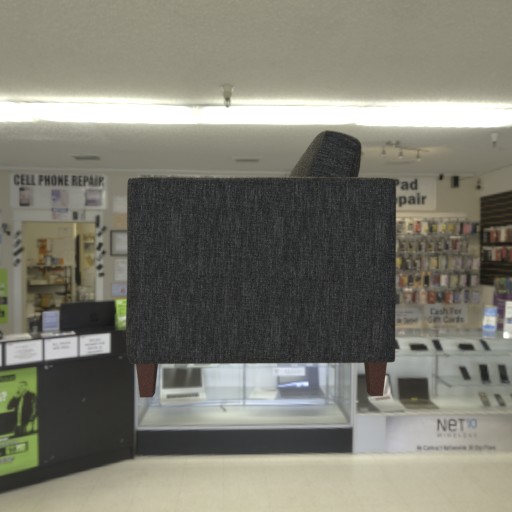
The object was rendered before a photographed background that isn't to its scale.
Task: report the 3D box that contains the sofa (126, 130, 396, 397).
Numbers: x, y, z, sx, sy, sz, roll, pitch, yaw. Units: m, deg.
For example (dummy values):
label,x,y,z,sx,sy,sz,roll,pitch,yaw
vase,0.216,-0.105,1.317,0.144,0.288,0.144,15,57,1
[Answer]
label,x,y,z,sx,sy,sz,roll,pitch,yaw
sofa,0.000,0.000,2.420,0.950,0.963,1.884,0,1,-1
